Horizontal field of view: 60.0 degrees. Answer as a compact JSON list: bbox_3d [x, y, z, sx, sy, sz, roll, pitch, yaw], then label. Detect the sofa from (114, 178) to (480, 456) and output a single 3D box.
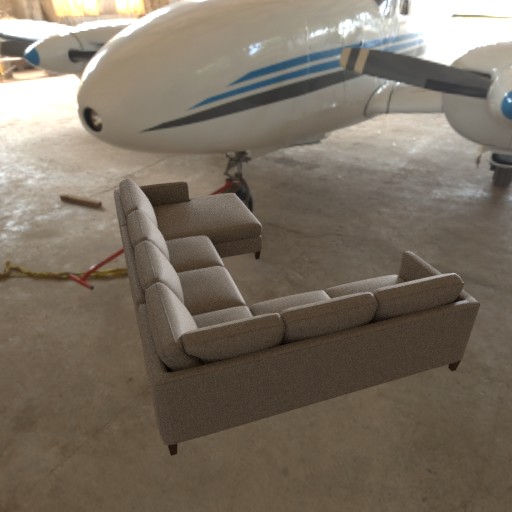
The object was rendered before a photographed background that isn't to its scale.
[{"bbox_3d":[0.000,0.000,4.550,2.551,0.889,3.403,-10,32,-17],"label":"sofa"}]
